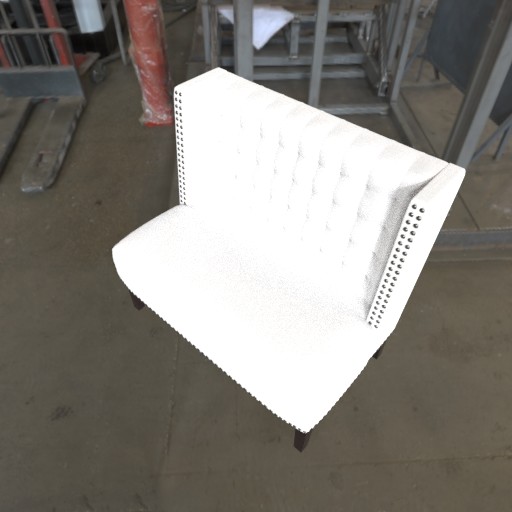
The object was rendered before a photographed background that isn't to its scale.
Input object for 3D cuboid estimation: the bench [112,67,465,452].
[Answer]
[{"bbox_3d":[0.000,0.000,2.044,1.280,1.123,0.847,33,55,28],"label":"bench"}]
